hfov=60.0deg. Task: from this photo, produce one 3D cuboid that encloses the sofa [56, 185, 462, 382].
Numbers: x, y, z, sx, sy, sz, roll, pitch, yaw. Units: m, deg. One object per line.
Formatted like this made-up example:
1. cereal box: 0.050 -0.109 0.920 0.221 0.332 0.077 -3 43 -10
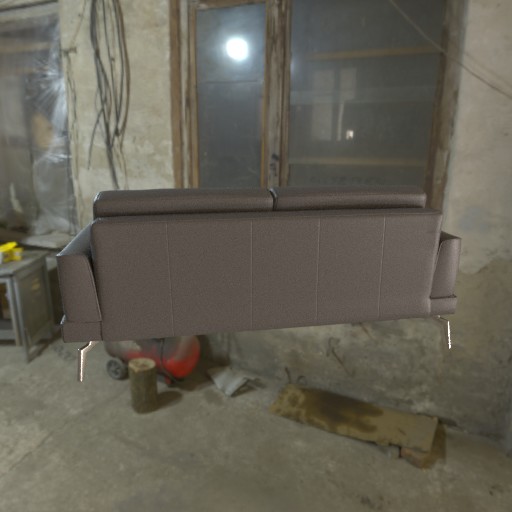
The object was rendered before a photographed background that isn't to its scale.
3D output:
1. sofa: 0.000 0.000 2.780 2.177 0.930 1.121 -3 15 -10
